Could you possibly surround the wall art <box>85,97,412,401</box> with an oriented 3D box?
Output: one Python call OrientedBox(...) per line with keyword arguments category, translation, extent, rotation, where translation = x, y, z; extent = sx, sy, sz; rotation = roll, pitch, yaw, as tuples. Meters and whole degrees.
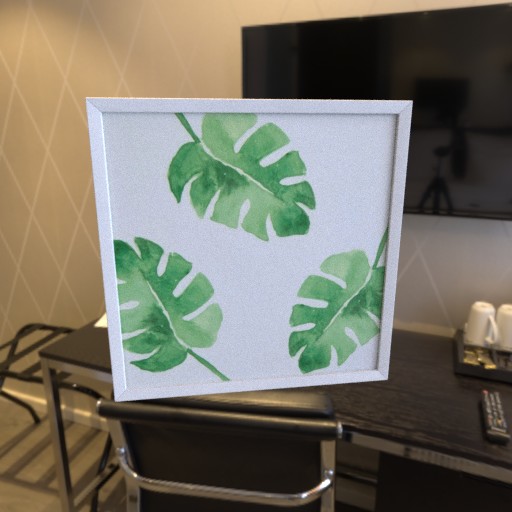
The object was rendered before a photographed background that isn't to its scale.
OrientedBox(category="wall art", translation=(0.000, 0.000, 1.143), extent=(0.762, 0.762, 0.040), rotation=(-2, 16, -8))
